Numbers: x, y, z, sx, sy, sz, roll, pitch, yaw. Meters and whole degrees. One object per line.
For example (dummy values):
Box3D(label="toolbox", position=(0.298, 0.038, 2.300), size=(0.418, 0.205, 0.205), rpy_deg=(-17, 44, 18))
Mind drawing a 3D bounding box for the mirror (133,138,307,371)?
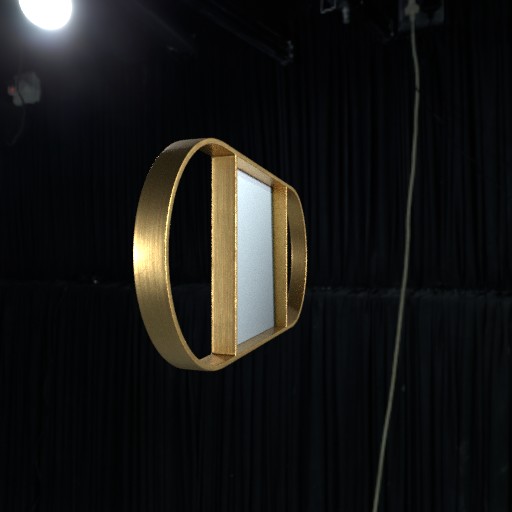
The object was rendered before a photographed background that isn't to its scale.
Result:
Box3D(label="mirror", position=(0.000, 0.000, 0.656), size=(0.032, 0.254, 0.584), rpy_deg=(0, -1, 18))
